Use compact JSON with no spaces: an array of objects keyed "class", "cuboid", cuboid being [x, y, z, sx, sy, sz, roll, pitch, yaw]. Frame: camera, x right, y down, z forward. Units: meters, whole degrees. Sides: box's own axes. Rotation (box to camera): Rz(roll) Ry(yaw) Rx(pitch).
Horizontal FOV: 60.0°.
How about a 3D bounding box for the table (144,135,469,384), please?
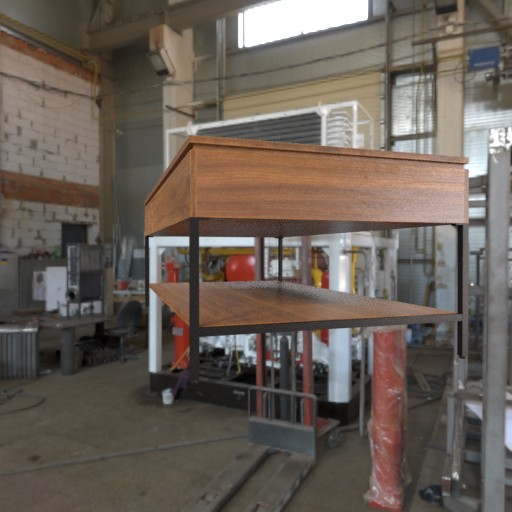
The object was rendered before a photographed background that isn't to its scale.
[{"class":"table","cuboid":[0.000,0.000,1.324,0.574,0.414,1.057,0,1,-18]}]
